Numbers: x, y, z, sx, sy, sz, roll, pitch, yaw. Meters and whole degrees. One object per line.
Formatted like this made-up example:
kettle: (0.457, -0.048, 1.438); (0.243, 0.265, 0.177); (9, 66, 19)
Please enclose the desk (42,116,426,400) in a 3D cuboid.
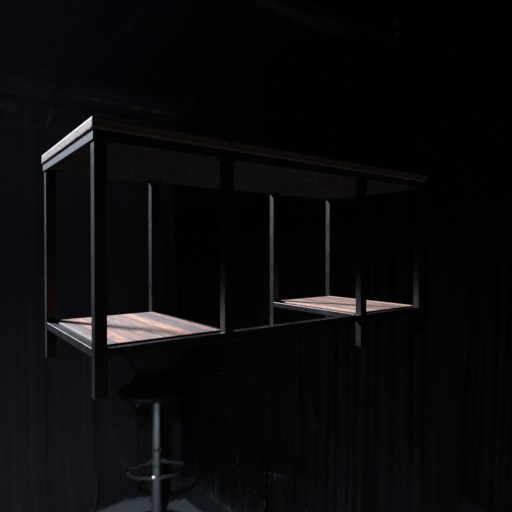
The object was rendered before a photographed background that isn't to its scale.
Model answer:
desk: (0.000, 0.000, 1.876); (1.538, 0.753, 0.617); (-1, 1, -37)
